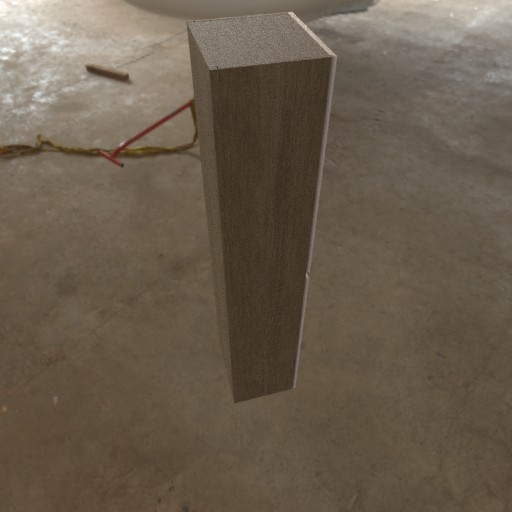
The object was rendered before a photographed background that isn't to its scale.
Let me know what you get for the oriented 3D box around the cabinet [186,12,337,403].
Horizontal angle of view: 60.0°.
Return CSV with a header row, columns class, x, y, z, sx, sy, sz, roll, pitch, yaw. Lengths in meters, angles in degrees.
class,x,y,z,sx,sy,sz,roll,pitch,yaw
cabinet,0.000,0.000,1.496,0.270,1.400,0.300,-11,46,-11
